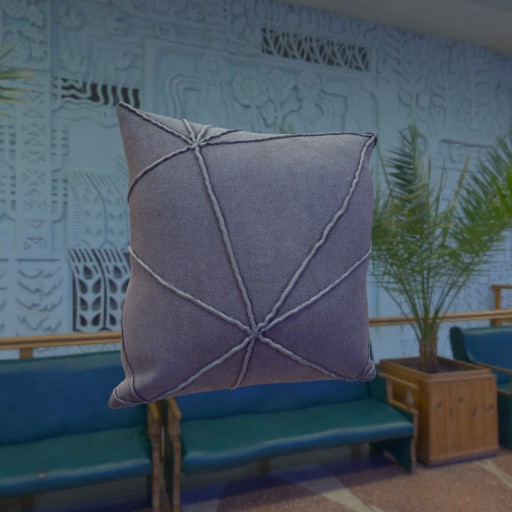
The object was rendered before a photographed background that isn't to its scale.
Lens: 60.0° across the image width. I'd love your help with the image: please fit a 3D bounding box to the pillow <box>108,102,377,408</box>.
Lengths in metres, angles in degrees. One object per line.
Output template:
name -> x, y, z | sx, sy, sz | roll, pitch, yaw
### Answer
pillow -> 0.000, 0.000, 0.695 | 0.439, 0.440, 0.185 | 0, 0, -18
